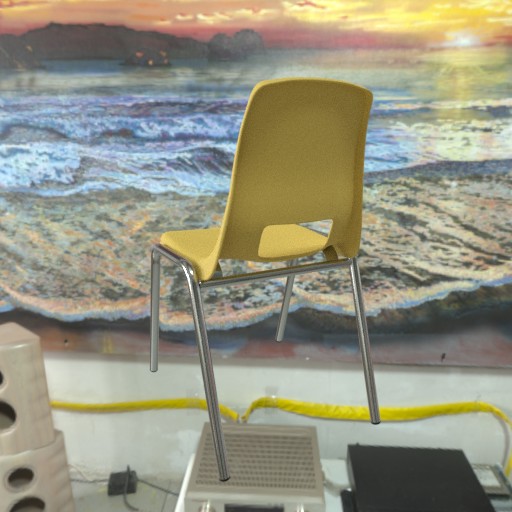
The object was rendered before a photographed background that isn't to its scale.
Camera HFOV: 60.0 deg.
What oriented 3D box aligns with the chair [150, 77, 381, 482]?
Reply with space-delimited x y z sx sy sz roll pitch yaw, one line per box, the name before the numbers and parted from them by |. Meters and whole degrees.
chair | 0.000 0.000 0.926 0.381 0.653 0.436 -8 17 -26
